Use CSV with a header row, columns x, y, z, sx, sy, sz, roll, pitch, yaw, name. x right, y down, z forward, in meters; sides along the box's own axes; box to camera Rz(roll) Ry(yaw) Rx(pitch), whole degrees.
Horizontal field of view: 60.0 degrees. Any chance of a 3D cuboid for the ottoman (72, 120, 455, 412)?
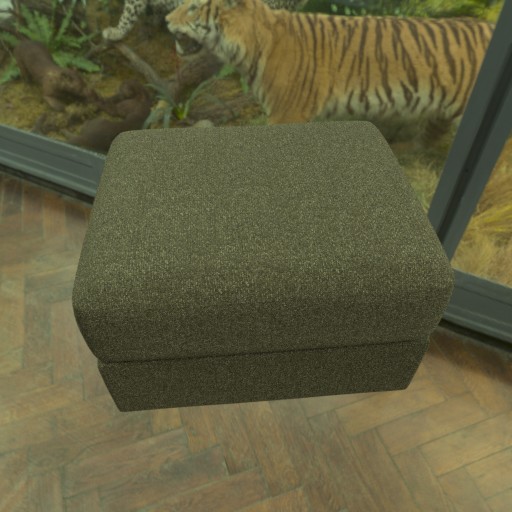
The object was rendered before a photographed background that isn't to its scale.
x,y,z,sx,sy,sz,roll,pitch,yaw,name
0.000,0.000,1.120,0.742,0.476,0.598,-3,46,-3,ottoman
